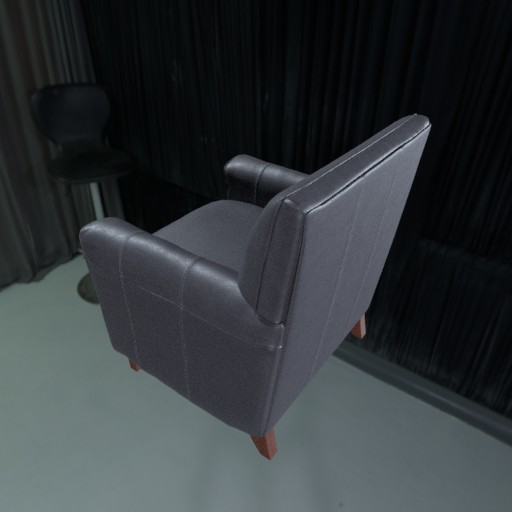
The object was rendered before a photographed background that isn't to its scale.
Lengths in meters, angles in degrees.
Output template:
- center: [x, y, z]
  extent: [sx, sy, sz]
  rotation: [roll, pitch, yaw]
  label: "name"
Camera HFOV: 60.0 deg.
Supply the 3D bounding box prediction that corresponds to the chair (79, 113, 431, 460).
- center: [0.000, 0.000, 1.579]
  extent: [0.825, 0.943, 0.870]
  rotation: [21, 38, 30]
  label: "chair"
